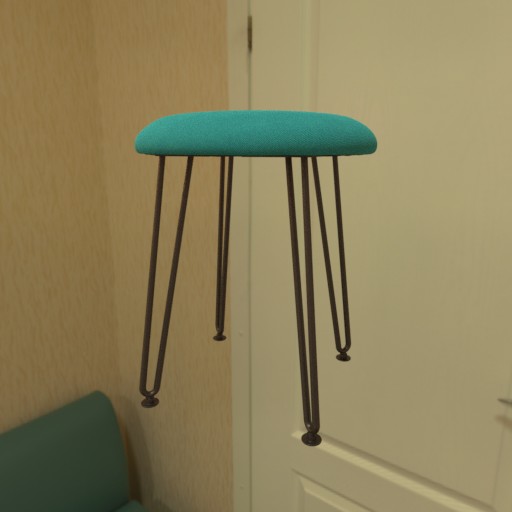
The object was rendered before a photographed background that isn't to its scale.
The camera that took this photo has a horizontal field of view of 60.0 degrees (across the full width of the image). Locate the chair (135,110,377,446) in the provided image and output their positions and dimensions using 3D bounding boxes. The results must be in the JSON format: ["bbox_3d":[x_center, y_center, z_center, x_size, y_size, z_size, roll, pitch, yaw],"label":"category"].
[{"bbox_3d":[0.000,0.000,0.703,0.350,0.430,0.350,2,14,8],"label":"chair"}]
